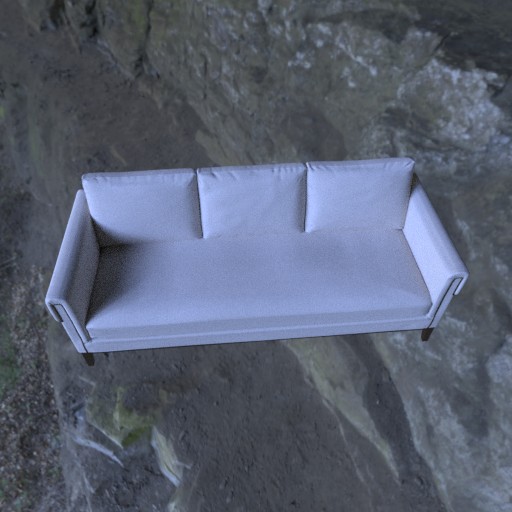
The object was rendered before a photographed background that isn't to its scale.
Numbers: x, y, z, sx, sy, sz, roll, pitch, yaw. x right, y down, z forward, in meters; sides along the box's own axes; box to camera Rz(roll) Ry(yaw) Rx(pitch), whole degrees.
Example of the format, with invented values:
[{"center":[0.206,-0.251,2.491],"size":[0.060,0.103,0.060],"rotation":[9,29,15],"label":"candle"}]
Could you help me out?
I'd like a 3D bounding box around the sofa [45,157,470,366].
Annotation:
[{"center":[0.000,0.000,2.707],"size":[2.198,0.911,0.902],"rotation":[-4,47,-3],"label":"sofa"}]
